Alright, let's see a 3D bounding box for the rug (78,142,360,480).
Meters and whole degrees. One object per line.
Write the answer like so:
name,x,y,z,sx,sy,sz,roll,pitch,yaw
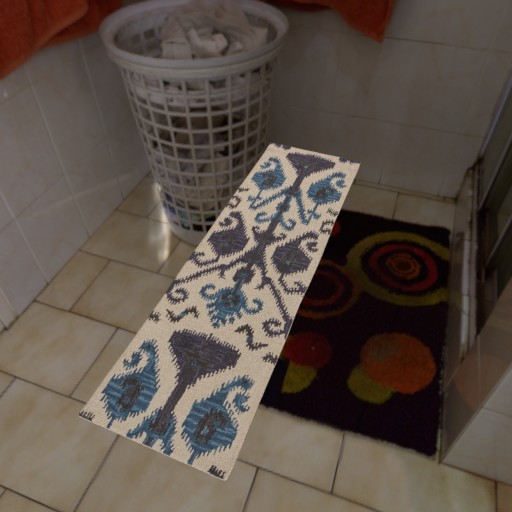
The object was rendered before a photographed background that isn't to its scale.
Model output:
rug,0.000,0.000,2.516,0.692,0.017,2.301,16,48,15
